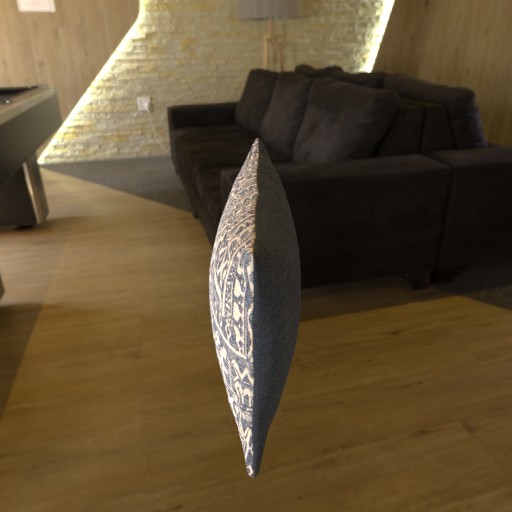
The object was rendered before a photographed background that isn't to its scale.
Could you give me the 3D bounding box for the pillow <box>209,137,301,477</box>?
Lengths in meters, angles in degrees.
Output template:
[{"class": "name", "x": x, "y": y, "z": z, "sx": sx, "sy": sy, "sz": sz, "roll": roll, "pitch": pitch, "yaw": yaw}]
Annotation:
[{"class": "pillow", "x": 0.000, "y": 0.000, "z": 0.751, "sx": 0.148, "sy": 0.292, "sz": 0.631, "roll": 0, "pitch": 25, "yaw": 1}]
